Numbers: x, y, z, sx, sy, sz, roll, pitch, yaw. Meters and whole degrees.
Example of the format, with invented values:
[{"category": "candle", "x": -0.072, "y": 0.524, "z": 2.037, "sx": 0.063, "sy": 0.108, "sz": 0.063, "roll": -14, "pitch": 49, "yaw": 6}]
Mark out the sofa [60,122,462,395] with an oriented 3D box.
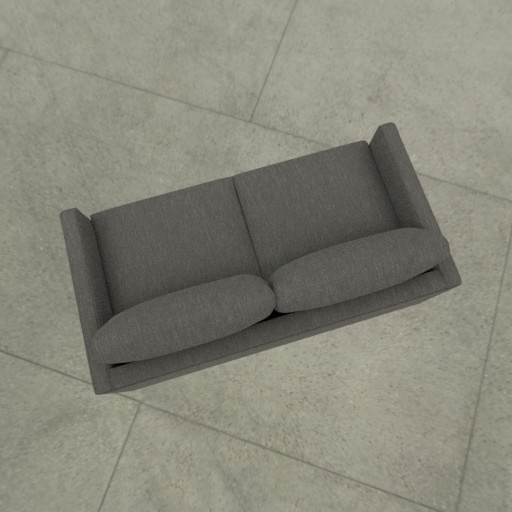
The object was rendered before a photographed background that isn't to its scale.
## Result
[{"category": "sofa", "x": 0.000, "y": 0.000, "z": 2.193, "sx": 1.682, "sy": 0.840, "sz": 0.875, "roll": -16, "pitch": 75, "yaw": -4}]
